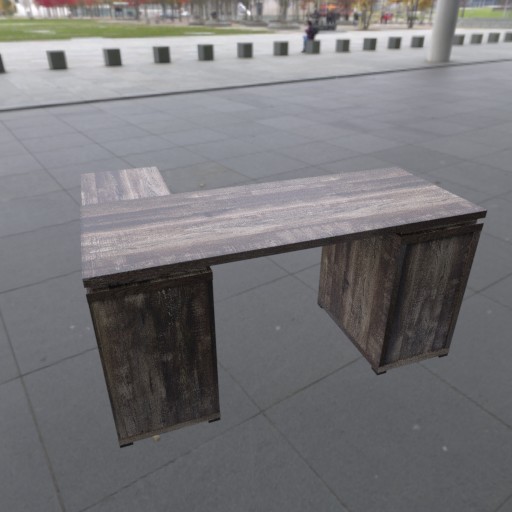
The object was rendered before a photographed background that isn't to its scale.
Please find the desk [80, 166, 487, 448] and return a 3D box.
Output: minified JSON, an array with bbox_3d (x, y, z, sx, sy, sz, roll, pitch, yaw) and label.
[{"bbox_3d":[0.000,0.000,2.212,1.524,0.753,1.200,-10,30,-17],"label":"desk"}]
